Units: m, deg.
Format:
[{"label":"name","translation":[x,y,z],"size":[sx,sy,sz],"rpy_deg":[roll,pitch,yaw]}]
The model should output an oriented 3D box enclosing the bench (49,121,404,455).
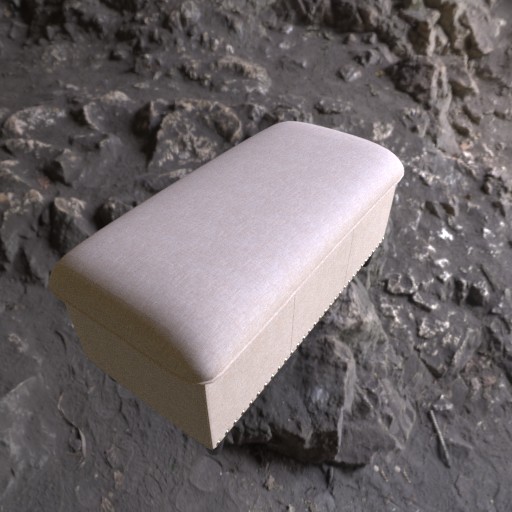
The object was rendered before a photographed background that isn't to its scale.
[{"label":"bench","translation":[0.000,0.000,1.271],"size":[0.483,0.483,0.991],"rpy_deg":[25,46,26]}]
